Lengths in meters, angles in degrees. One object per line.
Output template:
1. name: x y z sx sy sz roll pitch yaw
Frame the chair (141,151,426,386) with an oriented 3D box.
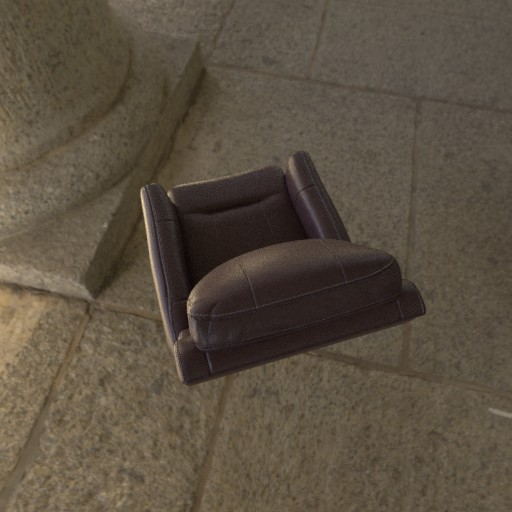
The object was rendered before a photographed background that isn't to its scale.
1. chair: 0.000 0.000 1.766 0.829 1.030 1.080 -14 60 -8
